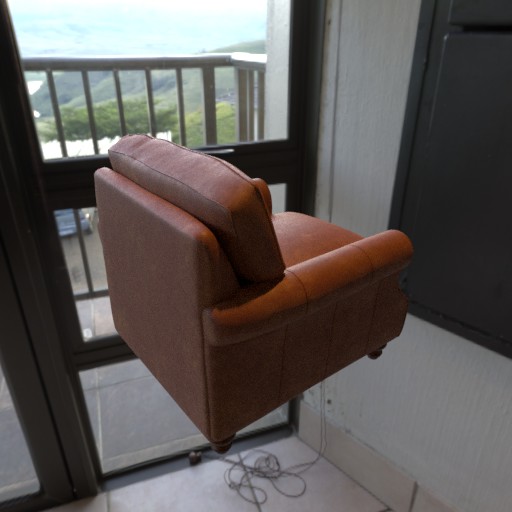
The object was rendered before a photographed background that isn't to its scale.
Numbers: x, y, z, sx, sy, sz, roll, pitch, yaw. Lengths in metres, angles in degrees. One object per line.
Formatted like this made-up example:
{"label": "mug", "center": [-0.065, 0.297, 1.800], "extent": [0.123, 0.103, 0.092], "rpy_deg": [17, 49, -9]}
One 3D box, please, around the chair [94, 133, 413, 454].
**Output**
{"label": "chair", "center": [0.000, 0.000, 1.778], "extent": [0.986, 0.962, 0.983], "rpy_deg": [-19, 32, -33]}
